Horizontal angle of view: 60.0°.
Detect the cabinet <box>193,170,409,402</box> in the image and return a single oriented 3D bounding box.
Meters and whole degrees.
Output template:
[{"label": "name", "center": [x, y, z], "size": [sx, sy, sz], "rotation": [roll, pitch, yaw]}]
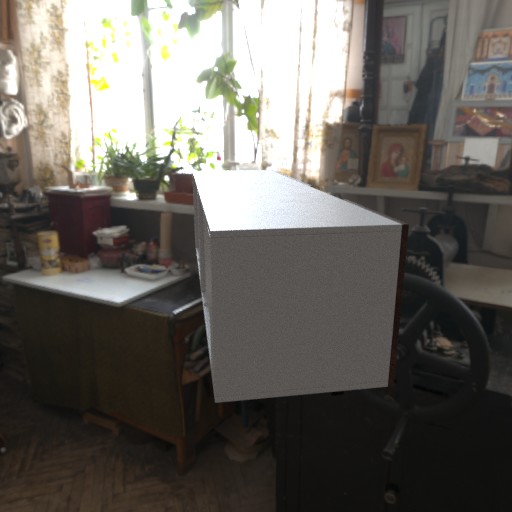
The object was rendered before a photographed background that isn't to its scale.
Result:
[{"label": "cabinet", "center": [0.000, 0.000, 1.714], "size": [0.431, 0.533, 1.499], "rotation": [-2, 16, -9]}]
